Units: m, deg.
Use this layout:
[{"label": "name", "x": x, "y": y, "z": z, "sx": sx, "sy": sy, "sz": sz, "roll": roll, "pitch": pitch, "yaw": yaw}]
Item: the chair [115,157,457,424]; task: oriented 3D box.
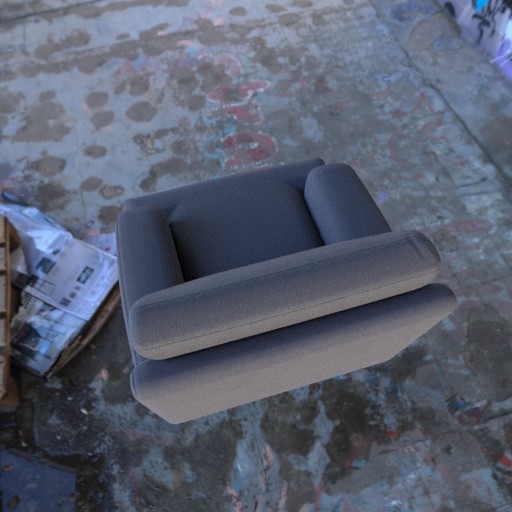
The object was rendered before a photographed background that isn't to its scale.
[{"label": "chair", "x": 0.000, "y": 0.000, "z": 1.944, "sx": 1.168, "sy": 0.940, "sz": 1.143, "roll": -14, "pitch": 59, "yaw": -9}]
